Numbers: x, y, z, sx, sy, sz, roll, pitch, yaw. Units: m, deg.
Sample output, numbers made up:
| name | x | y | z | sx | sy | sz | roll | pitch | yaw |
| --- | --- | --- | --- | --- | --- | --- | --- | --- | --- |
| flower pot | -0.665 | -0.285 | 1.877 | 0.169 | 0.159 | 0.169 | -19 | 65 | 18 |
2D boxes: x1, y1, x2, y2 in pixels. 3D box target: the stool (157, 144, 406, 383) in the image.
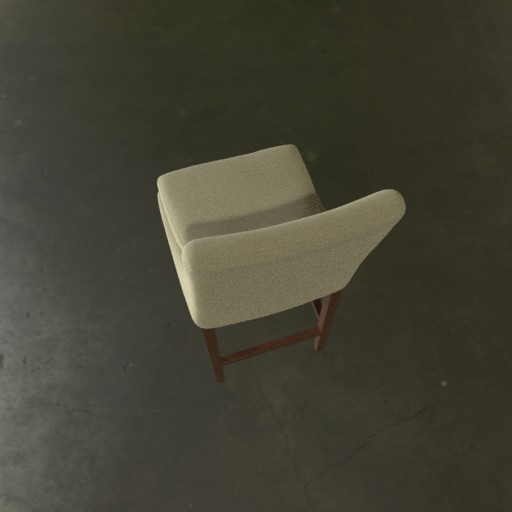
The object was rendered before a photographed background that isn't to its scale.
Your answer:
| name | x | y | z | sx | sy | sz | roll | pitch | yaw |
| --- | --- | --- | --- | --- | --- | --- | --- | --- | --- |
| stool | 0.000 | 0.000 | 1.308 | 0.470 | 0.981 | 0.577 | -15 | 60 | -9 |
